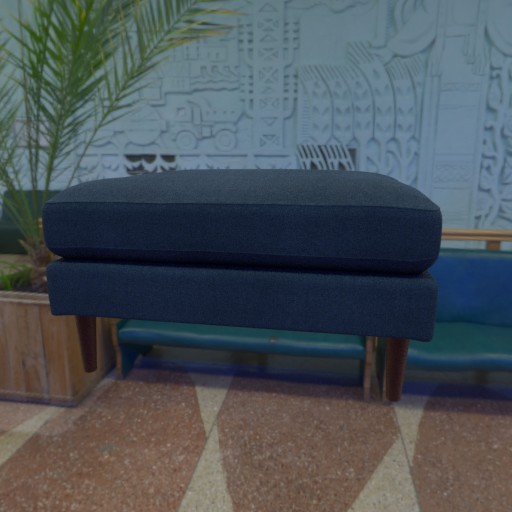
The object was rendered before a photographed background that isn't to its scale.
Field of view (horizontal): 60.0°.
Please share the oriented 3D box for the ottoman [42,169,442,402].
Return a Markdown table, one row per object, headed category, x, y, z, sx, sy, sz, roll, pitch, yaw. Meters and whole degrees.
| category | x | y | z | sx | sy | sz | roll | pitch | yaw |
| --- | --- | --- | --- | --- | --- | --- | --- | --- | --- |
| ottoman | 0.000 | 0.000 | 1.221 | 0.821 | 0.474 | 0.693 | 2 | 13 | 10 |
